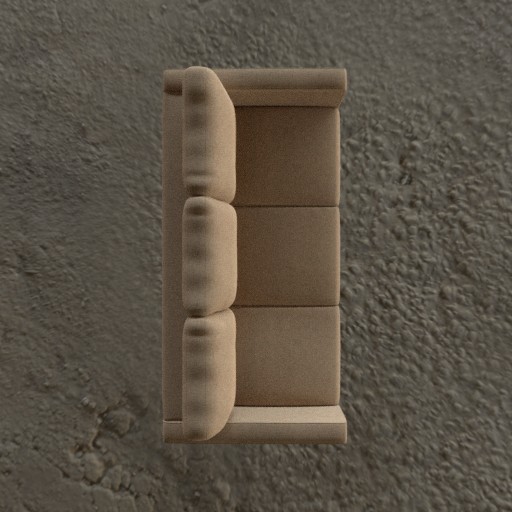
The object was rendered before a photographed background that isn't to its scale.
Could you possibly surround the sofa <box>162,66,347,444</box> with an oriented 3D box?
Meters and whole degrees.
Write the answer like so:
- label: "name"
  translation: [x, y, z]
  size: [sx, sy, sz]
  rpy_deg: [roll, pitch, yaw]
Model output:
- label: "sofa"
  translation: [0.000, 0.000, 2.367]
  size: [0.930, 0.800, 1.855]
  rpy_deg: [0, 90, 0]
